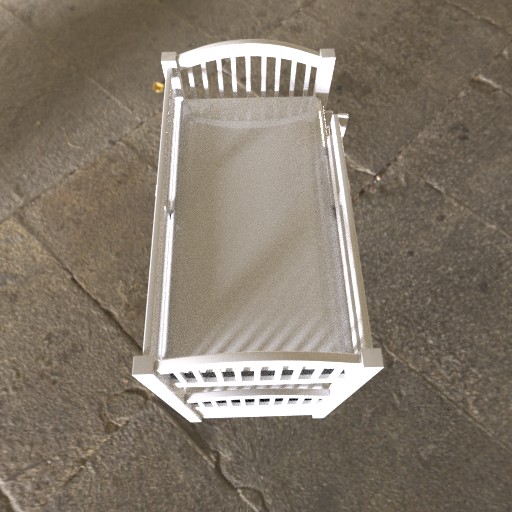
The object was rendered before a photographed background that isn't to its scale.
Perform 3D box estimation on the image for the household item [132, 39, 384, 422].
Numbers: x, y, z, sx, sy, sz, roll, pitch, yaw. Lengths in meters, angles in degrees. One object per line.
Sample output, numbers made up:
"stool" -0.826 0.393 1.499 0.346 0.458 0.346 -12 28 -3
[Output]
"household item" 0.000 0.000 3.212 1.143 2.032 2.032 -2 64 -1
